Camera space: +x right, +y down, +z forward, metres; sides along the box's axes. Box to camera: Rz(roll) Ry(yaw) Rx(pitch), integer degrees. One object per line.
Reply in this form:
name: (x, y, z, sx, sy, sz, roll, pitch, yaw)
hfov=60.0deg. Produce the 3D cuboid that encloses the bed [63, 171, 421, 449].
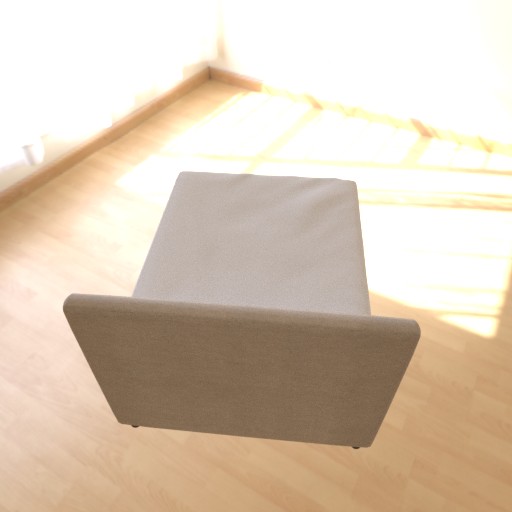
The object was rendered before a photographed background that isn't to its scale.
bed: (0.000, 0.000, 3.194, 1.713, 1.330, 2.162, 4, 45, 4)
